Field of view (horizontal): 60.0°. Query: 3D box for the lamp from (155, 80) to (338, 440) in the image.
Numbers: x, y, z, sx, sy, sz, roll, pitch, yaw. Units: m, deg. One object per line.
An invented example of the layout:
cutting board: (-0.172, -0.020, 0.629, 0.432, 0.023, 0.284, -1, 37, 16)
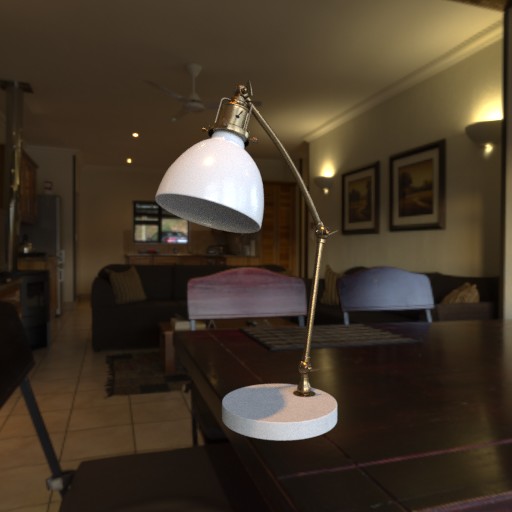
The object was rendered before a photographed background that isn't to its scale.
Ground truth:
lamp: (0.000, 0.000, 0.690, 0.317, 0.522, 0.186, 0, 1, -37)
